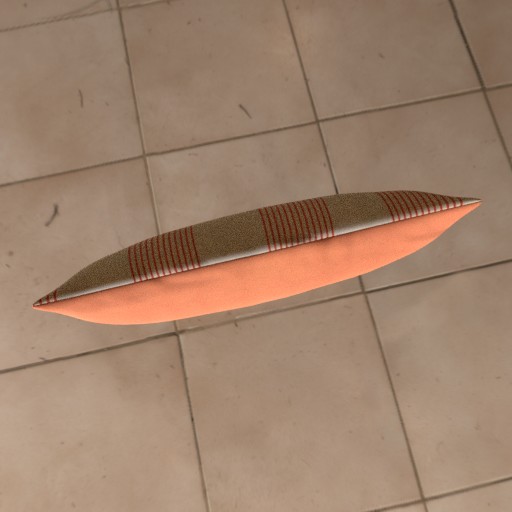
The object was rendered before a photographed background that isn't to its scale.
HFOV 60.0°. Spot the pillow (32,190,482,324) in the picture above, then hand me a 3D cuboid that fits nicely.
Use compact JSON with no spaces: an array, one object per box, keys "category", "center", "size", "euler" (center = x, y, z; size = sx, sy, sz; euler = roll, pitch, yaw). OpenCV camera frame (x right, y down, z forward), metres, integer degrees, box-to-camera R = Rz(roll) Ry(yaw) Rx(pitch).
[{"category":"pillow","center":[0.000,0.000,0.724],"size":[0.608,0.292,0.156],"euler":[-13,77,-3]}]
